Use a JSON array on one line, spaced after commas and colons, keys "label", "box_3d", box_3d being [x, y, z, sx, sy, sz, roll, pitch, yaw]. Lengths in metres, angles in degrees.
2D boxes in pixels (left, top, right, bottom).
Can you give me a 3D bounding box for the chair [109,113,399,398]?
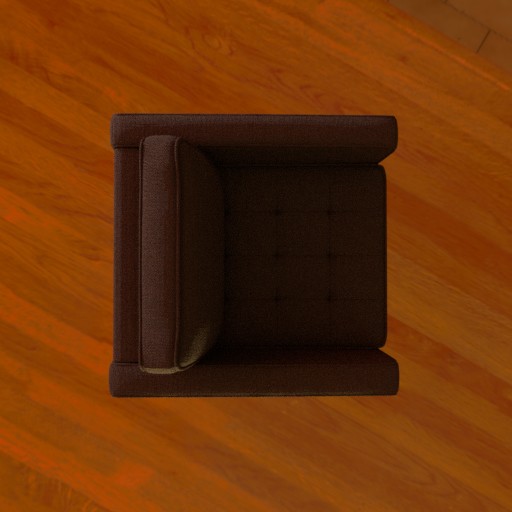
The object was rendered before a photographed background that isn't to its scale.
[{"label": "chair", "box_3d": [0.000, 0.000, 1.572, 0.919, 0.770, 0.899, 0, 89, -1]}]
